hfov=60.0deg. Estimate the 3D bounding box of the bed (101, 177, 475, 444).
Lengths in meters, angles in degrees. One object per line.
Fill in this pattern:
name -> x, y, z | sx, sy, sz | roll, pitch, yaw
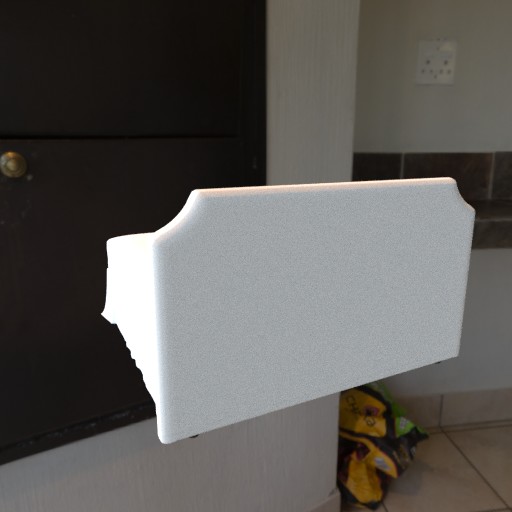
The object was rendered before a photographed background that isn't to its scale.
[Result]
bed -> 0.000, 0.000, 3.484 | 2.160, 1.301, 2.204 | -7, 16, -26
